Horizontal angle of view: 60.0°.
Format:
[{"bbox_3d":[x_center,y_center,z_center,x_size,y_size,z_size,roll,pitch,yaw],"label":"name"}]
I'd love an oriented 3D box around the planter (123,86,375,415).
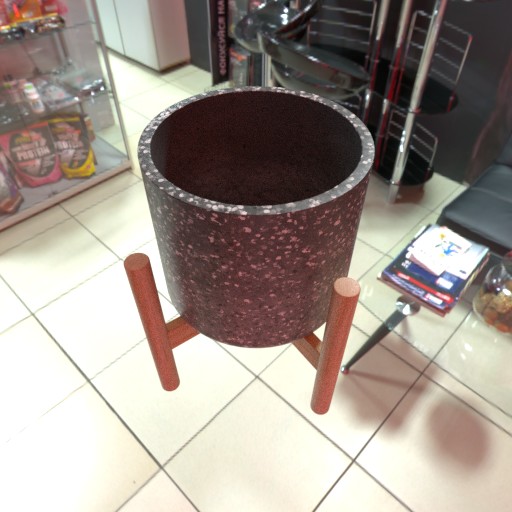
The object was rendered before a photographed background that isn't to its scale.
[{"bbox_3d":[0.000,0.000,0.536,0.284,0.320,0.284,-10,47,-9],"label":"planter"}]
